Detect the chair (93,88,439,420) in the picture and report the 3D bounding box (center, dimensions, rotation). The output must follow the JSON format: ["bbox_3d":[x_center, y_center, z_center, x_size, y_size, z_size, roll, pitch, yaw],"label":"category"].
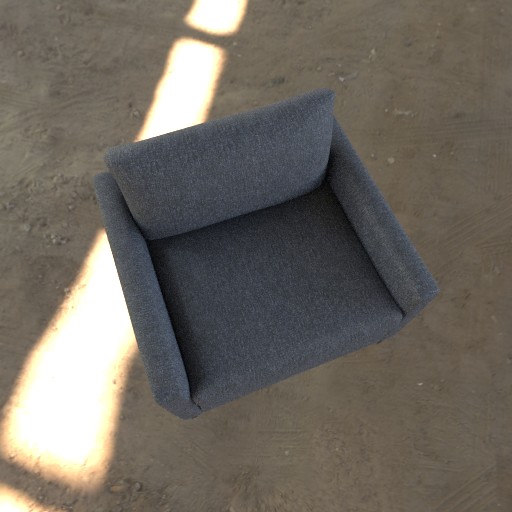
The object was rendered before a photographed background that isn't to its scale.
[{"bbox_3d":[0.000,0.000,1.655,0.963,0.861,0.866,-19,66,-9],"label":"chair"}]
